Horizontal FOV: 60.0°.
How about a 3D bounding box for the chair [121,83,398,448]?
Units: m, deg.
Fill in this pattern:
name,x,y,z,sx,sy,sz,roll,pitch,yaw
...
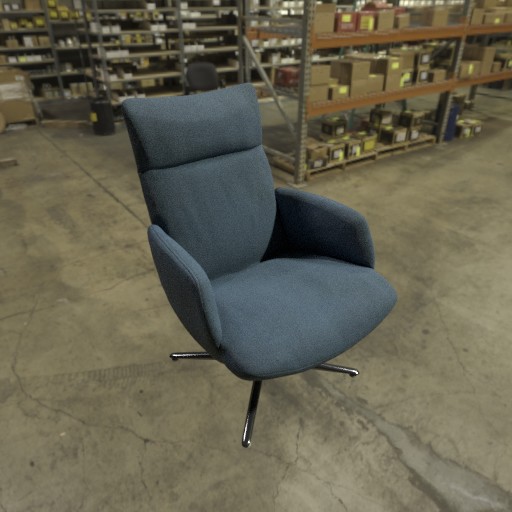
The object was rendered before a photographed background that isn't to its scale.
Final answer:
name,x,y,z,sx,sy,sz,roll,pitch,yaw
chair,0.000,0.000,1.581,0.711,1.016,0.889,-21,37,-31
